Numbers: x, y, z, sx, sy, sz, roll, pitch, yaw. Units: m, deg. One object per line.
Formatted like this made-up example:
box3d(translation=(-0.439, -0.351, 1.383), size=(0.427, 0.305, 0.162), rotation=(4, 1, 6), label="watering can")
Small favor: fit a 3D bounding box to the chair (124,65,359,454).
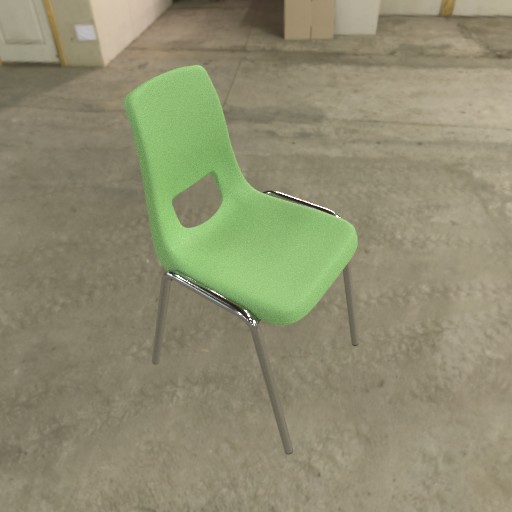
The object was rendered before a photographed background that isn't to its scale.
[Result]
box3d(translation=(0.000, 0.000, 0.970), size=(0.436, 0.704, 0.381), rotation=(23, 46, 25), label="chair")
